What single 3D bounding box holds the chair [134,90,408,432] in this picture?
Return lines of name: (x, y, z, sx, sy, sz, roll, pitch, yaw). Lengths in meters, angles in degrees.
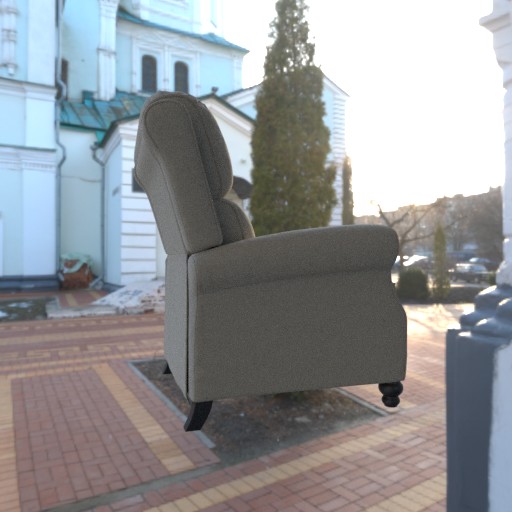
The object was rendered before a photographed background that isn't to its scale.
chair: (0.000, 0.000, 1.756, 0.919, 1.046, 0.859, 0, 0, -17)
